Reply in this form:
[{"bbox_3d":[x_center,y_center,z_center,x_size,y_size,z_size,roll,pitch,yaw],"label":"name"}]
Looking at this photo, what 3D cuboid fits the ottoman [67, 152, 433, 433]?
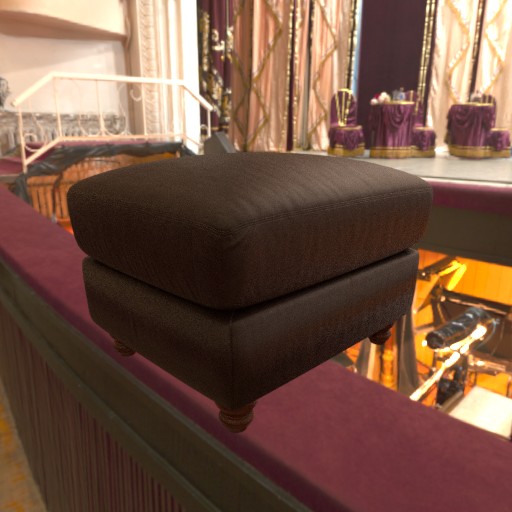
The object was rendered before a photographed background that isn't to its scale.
[{"bbox_3d":[0.000,0.000,1.259,0.806,0.569,0.670,-15,21,-43],"label":"ottoman"}]
